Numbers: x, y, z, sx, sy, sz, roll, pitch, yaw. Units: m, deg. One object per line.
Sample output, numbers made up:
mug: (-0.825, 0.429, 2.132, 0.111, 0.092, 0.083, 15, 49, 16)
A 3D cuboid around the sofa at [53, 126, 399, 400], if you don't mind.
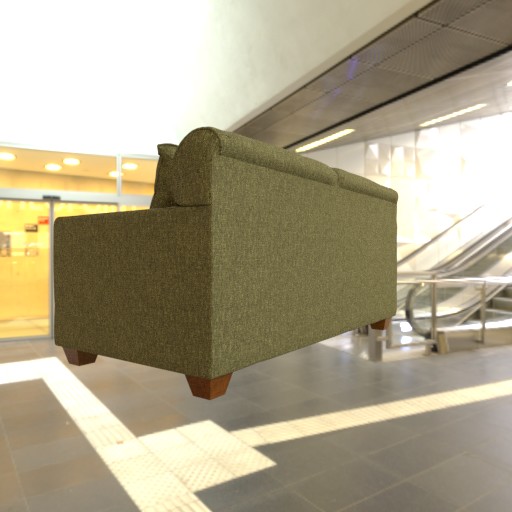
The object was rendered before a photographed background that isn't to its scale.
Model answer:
sofa: (0.000, 0.000, 2.445, 0.998, 0.958, 1.846, 0, 1, 36)
